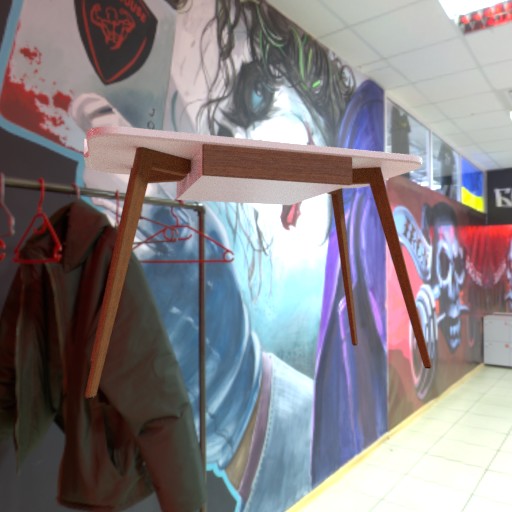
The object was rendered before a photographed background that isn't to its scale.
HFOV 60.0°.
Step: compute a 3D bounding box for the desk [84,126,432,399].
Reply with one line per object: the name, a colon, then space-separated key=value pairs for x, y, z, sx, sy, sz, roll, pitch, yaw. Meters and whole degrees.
desk: x=0.000 y=0.000 z=1.653 sx=1.206 sy=0.807 sz=0.534 roll=0 pitch=-2 yaw=-19
